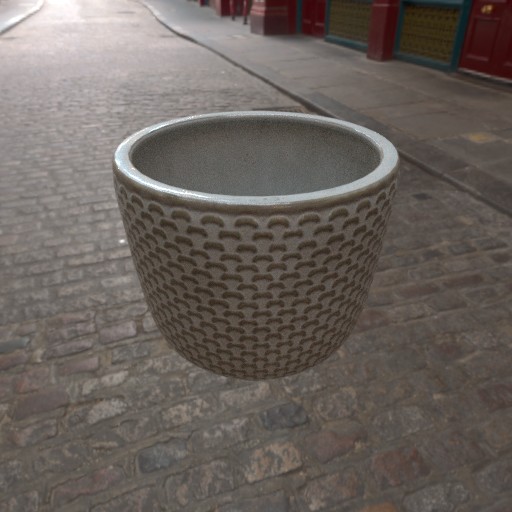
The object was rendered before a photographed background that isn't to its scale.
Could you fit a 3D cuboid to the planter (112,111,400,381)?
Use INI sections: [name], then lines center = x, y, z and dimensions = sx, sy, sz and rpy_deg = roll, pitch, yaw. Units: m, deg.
[planter]
center = 0.000, 0.000, 0.312
dimensions = 0.173, 0.160, 0.173
rpy_deg = 0, 32, 0
